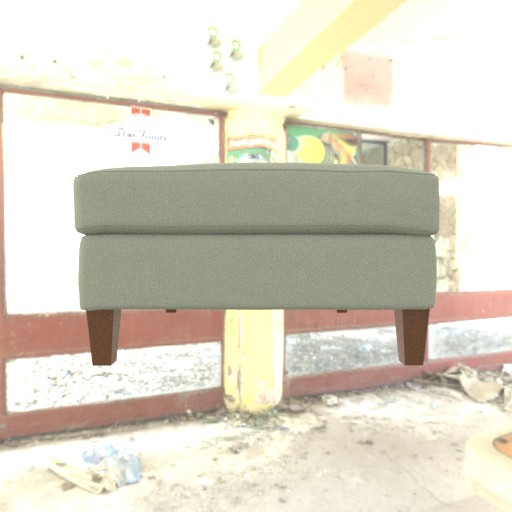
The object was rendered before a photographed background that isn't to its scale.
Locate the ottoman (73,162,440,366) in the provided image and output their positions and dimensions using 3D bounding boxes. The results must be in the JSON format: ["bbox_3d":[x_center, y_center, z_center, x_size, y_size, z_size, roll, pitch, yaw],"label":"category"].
[{"bbox_3d":[0.000,0.000,1.470,0.842,0.494,0.991,0,1,0],"label":"ottoman"}]
